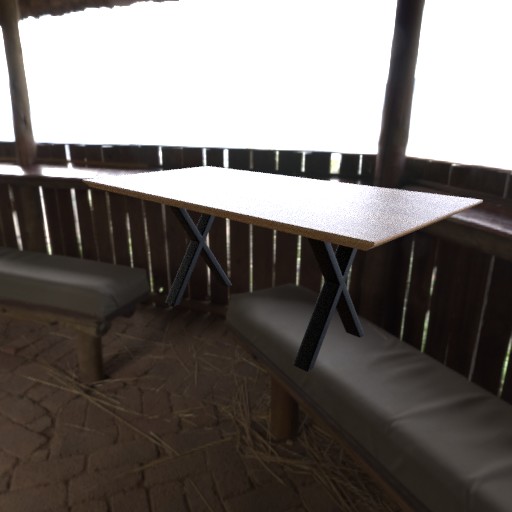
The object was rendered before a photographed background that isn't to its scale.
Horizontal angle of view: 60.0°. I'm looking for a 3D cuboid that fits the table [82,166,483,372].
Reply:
[{"bbox_3d":[0.000,0.000,2.520,2.000,0.770,1.000,16,24,41],"label":"table"}]
